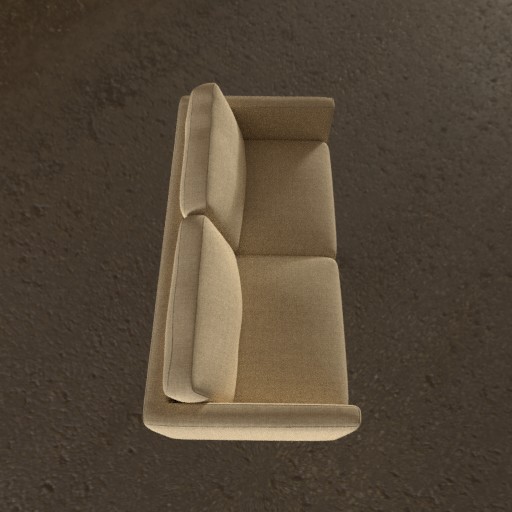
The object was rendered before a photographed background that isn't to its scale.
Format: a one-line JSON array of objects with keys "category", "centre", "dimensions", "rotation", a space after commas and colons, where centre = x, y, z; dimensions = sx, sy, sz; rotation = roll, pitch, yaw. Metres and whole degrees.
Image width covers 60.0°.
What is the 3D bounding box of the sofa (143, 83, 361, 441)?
[{"category": "sofa", "centre": [0.000, 0.000, 2.490], "dimensions": [0.950, 0.963, 1.884], "rotation": [1, 64, 0]}]
